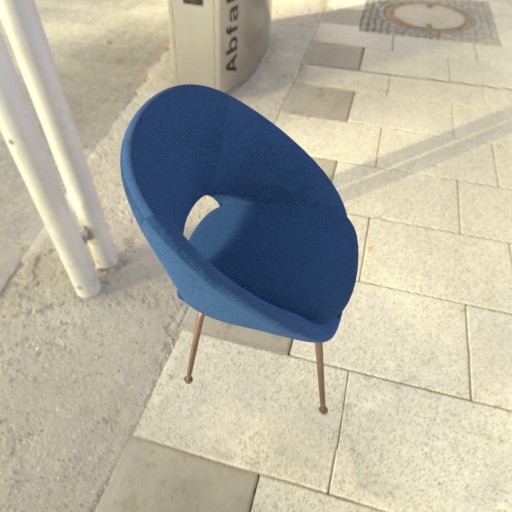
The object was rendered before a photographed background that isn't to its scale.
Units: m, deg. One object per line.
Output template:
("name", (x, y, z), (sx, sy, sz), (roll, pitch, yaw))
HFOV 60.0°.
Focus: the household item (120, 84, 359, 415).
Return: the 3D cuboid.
("household item", (0.000, 0.000, 1.272), (0.573, 0.852, 0.623), (10, 48, 9))
